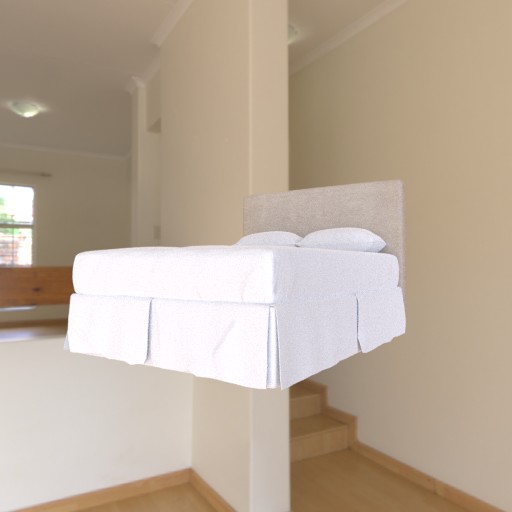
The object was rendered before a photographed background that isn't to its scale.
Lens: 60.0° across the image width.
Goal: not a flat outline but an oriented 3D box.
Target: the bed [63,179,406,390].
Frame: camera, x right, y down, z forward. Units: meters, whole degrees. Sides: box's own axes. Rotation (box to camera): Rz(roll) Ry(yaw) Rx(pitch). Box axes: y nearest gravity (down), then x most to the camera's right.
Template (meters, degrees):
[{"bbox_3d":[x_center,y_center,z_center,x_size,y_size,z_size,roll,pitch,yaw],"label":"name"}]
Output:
[{"bbox_3d":[0.000,0.000,3.347,1.713,1.330,2.162,-1,-2,34],"label":"bed"}]
